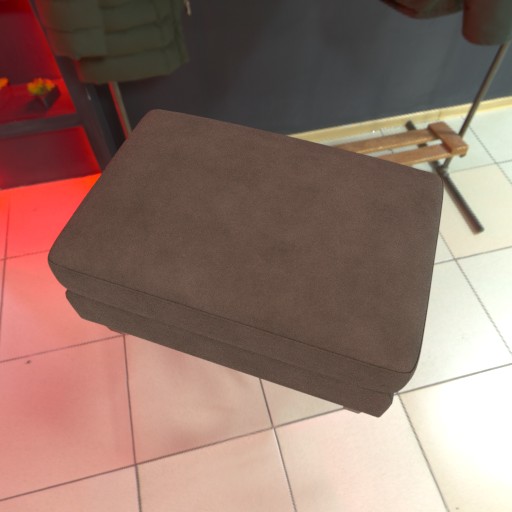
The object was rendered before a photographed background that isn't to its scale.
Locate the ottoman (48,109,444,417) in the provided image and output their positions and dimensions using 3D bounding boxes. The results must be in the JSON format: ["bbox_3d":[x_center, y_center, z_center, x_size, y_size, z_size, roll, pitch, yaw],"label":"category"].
[{"bbox_3d":[0.000,0.000,1.220,0.864,0.483,0.584,16,59,10],"label":"ottoman"}]
